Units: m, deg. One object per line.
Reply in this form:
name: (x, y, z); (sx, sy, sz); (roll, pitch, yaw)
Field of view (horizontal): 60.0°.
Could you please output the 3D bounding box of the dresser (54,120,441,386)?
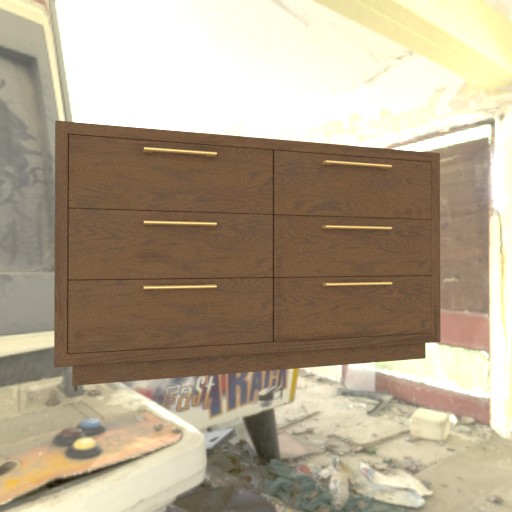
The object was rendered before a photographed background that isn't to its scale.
dresser: (0.000, 0.000, 1.894); (1.523, 0.889, 0.512); (0, -1, -17)
